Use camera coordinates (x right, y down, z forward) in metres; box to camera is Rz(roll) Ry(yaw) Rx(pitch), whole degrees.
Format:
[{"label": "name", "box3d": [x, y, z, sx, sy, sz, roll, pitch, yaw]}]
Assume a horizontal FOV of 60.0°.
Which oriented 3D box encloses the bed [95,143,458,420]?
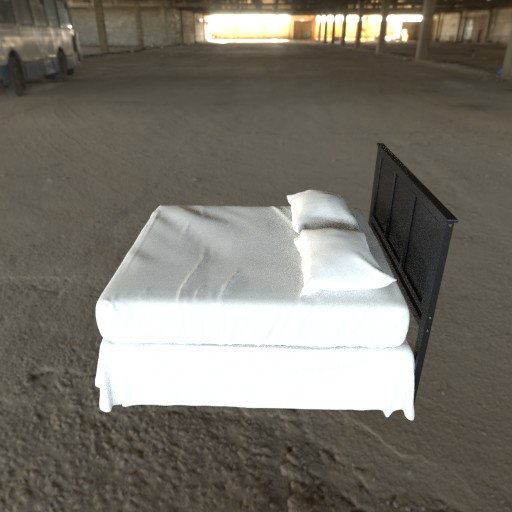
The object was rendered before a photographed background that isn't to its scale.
[{"label": "bed", "box3d": [0.000, 0.000, 3.210, 2.050, 1.270, 1.870, 1, 27, 2]}]
